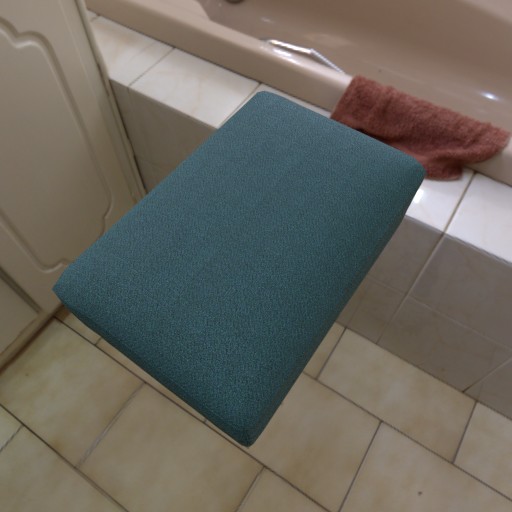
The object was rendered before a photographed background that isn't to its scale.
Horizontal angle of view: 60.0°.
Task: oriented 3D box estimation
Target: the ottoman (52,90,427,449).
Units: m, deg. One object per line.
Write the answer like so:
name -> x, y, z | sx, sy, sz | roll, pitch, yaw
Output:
ottoman -> 0.000, 0.000, 1.231 | 0.563, 0.498, 0.856 | 31, 63, 18
